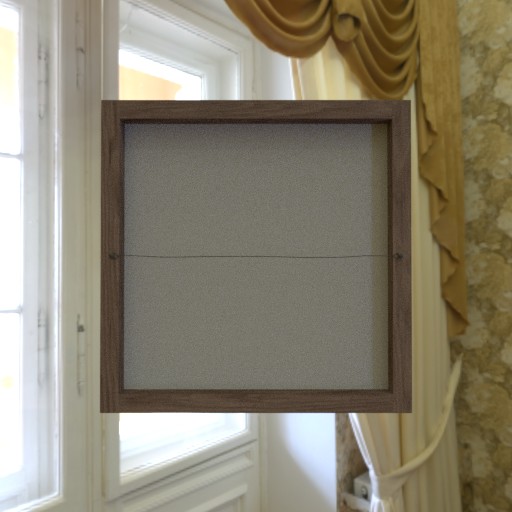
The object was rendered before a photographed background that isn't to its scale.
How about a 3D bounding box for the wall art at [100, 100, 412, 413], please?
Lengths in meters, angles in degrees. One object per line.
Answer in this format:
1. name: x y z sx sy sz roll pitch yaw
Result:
1. wall art: 0.000 0.000 0.885 0.609 0.613 0.041 0 -1 0
